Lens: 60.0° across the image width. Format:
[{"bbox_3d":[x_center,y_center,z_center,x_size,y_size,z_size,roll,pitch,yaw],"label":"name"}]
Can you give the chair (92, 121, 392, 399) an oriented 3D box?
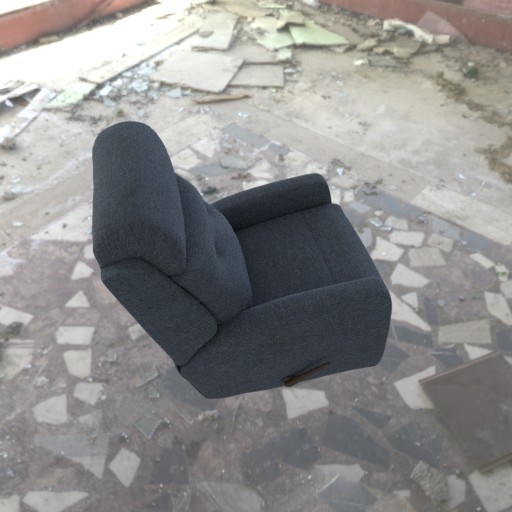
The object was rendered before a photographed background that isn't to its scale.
[{"bbox_3d":[0.000,0.000,1.754,1.043,1.013,0.798,-10,48,-9],"label":"chair"}]
